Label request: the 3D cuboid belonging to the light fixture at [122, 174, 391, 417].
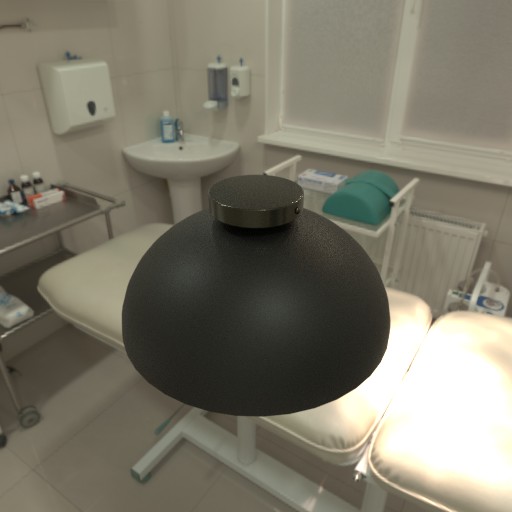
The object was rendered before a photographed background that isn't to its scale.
[{"bbox_3d":[0.000,0.000,0.564,0.355,0.177,0.355,0,30,0],"label":"light fixture"}]
